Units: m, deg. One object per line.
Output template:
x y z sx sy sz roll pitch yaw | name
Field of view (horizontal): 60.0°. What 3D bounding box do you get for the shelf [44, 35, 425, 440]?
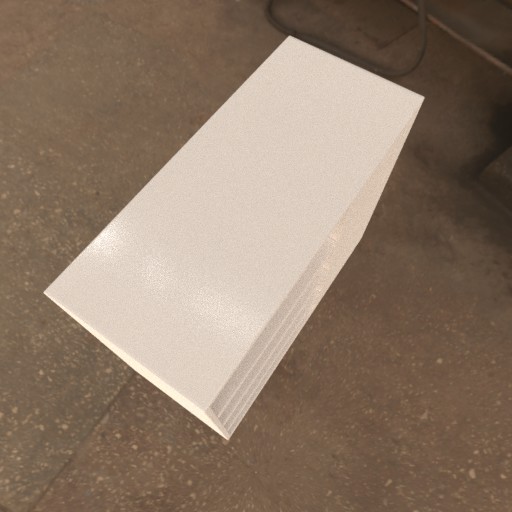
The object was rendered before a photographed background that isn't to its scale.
0.000 0.000 1.306 0.396 0.732 0.895 32 68 14 | shelf
